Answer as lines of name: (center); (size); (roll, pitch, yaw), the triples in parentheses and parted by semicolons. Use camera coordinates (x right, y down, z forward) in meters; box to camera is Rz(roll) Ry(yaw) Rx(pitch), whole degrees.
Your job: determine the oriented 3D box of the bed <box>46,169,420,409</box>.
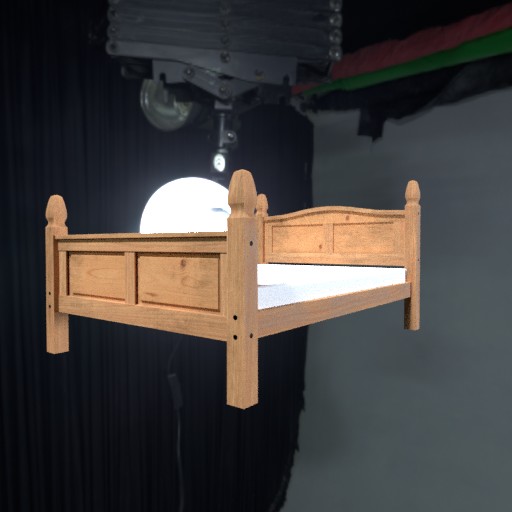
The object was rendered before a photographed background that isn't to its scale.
bed: (0.000, 0.000, 2.932); (1.490, 1.100, 2.069); (1, 2, 38)
